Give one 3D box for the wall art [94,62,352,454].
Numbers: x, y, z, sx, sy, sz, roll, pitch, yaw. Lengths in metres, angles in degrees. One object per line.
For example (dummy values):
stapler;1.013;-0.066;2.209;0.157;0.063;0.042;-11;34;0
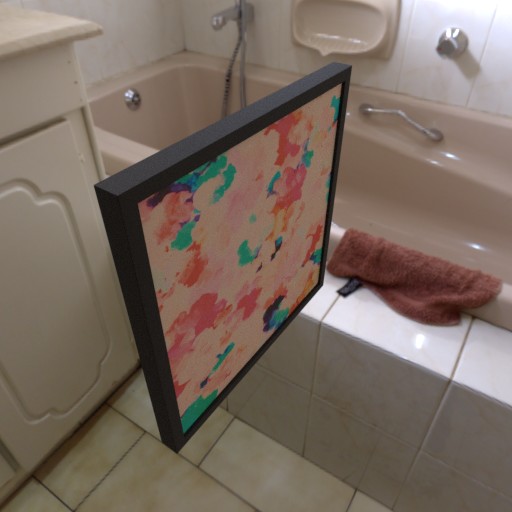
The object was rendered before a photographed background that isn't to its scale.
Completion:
wall art;0.000;0.000;0.750;0.036;0.503;0.506;24;45;27
